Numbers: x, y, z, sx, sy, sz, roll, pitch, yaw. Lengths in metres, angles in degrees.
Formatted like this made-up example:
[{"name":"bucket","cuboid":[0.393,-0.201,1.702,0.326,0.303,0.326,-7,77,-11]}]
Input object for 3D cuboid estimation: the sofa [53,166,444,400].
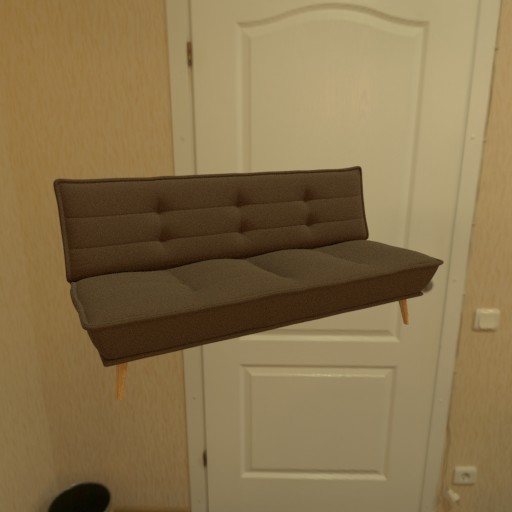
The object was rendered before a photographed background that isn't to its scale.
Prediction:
[{"name":"sofa","cuboid":[0.000,0.000,2.466,1.940,0.890,0.950,-8,17,-27]}]
